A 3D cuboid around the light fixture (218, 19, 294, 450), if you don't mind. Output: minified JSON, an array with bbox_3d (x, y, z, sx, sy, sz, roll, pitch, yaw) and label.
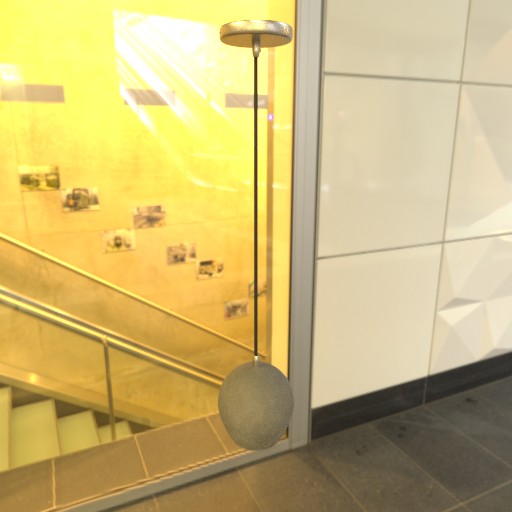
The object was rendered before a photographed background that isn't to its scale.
[{"bbox_3d":[0.000,0.000,0.814,0.153,0.760,0.153,-14,21,-43],"label":"light fixture"}]
